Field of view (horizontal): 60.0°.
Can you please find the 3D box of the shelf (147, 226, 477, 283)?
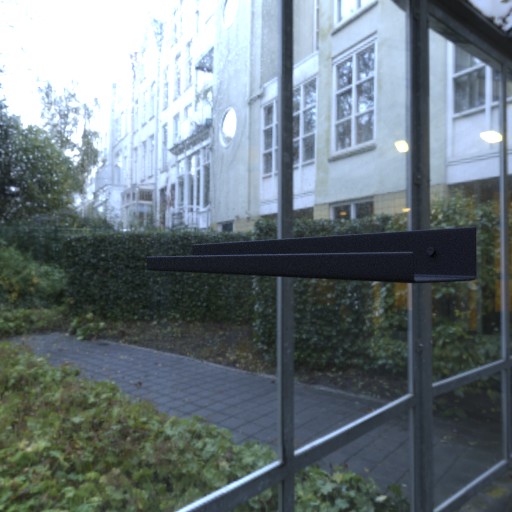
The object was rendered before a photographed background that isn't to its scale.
[{"bbox_3d":[0.000,0.000,0.650,0.102,0.053,0.605,0,-1,-35],"label":"shelf"}]
